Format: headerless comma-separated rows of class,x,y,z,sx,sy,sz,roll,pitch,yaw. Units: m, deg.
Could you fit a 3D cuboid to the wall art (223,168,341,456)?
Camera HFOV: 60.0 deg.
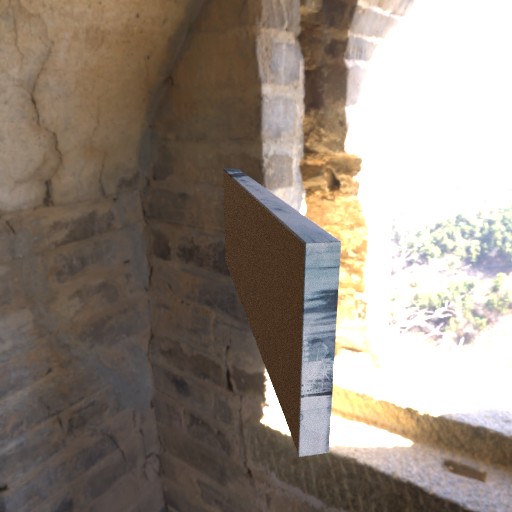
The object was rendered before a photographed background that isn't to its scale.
wall art,0.000,0.000,0.827,0.037,0.251,0.759,-3,17,-10
